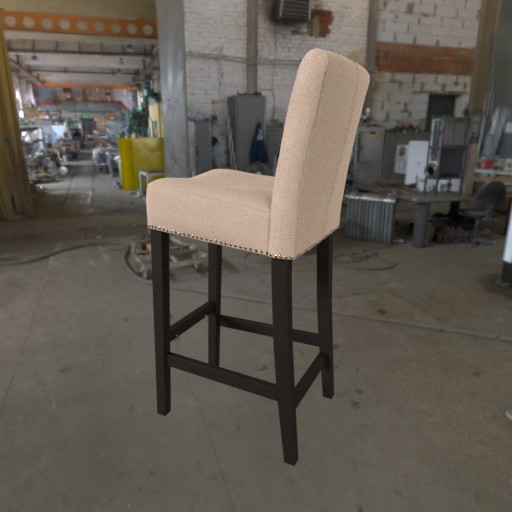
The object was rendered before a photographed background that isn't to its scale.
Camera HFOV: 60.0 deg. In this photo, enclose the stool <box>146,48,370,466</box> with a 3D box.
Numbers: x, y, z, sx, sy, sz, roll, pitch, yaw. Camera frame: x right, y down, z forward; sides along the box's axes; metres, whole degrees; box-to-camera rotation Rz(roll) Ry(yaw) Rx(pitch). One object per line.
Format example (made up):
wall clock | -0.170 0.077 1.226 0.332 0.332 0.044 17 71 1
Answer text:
stool | 0.000 0.000 1.311 0.548 1.047 0.411 8 18 25
